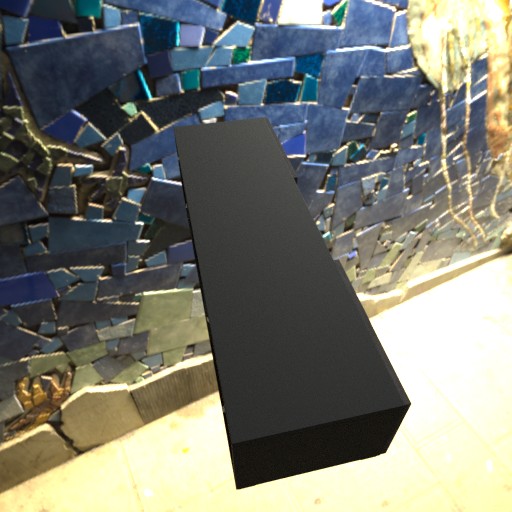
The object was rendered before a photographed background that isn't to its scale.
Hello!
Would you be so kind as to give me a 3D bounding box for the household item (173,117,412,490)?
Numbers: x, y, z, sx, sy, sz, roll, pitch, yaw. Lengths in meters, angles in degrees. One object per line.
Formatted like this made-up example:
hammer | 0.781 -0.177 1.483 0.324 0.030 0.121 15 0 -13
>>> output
household item | 0.000 0.000 1.576 0.420 0.310 1.400 -9 46 -9
